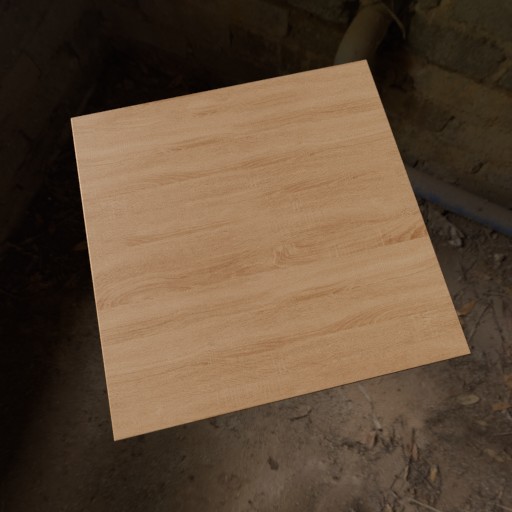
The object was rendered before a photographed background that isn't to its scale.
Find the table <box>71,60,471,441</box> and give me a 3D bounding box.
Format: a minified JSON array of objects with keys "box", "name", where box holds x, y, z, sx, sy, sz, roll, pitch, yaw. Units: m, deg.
[{"box":[0.000,0.000,1.149,0.700,0.450,0.700,-13,75,-4],"name":"table"}]
